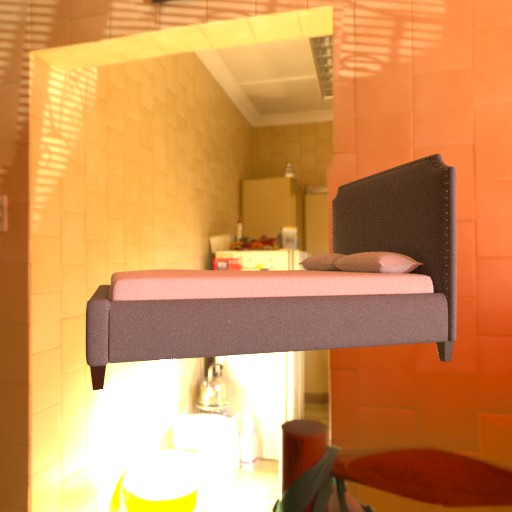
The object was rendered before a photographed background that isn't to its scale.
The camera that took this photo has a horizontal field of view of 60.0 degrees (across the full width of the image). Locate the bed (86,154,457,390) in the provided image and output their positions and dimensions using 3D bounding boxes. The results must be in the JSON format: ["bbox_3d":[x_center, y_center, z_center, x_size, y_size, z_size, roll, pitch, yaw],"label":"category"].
[{"bbox_3d":[0.000,0.000,3.445,2.372,1.443,1.712,0,-1,-18],"label":"bed"}]
